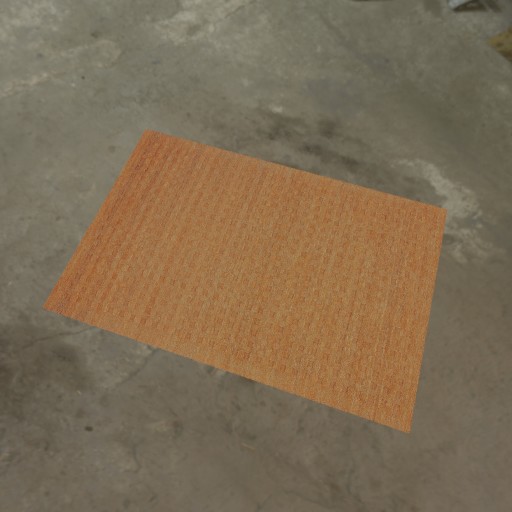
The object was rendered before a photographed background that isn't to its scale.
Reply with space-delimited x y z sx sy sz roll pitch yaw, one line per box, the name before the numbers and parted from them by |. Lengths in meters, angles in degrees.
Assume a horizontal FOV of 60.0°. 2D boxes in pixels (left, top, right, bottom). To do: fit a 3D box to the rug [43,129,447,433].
rug | 0.000 0.000 2.915 2.285 0.006 1.524 17 65 8
